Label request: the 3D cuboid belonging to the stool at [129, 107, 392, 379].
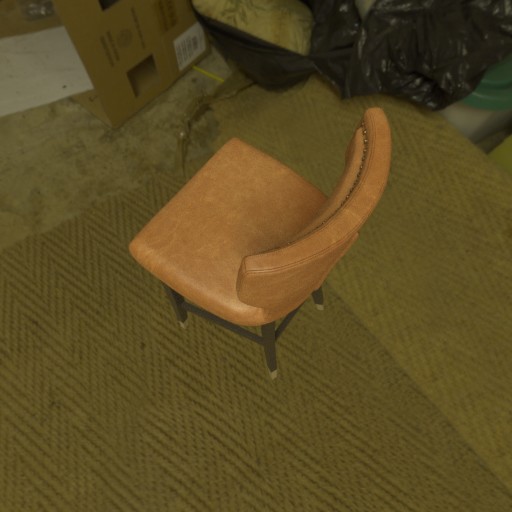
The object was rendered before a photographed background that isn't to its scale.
[{"bbox_3d":[0.000,0.000,1.429,0.563,1.092,0.526,33,69,15],"label":"stool"}]
